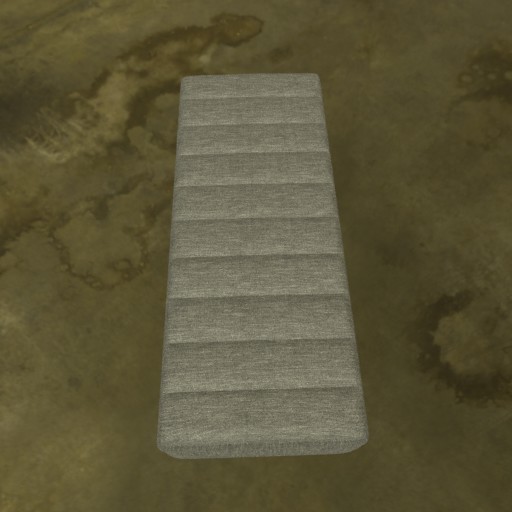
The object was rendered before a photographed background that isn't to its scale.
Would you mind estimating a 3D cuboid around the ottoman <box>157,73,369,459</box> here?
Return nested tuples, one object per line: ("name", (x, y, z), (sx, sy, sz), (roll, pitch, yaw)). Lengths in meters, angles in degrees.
("ottoman", (0.000, 0.000, 1.401), (0.482, 0.469, 1.151), (-2, 63, -1))
